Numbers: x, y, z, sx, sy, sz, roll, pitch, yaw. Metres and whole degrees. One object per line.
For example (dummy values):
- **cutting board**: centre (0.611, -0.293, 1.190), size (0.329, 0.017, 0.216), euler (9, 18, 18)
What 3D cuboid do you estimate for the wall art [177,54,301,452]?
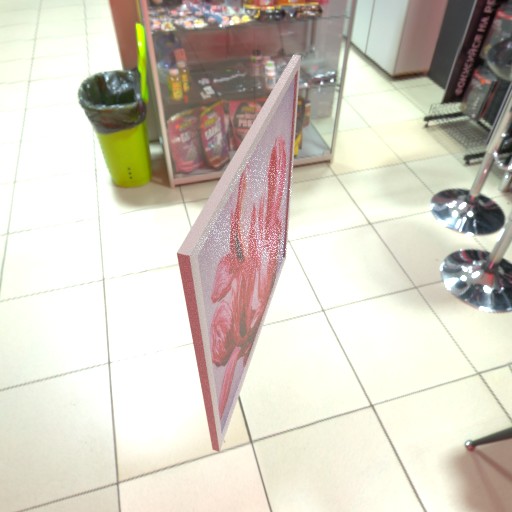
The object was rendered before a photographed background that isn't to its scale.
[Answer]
- **wall art**: centre (0.000, 0.000, 1.247), size (0.022, 0.803, 0.805), euler (12, 47, 11)
